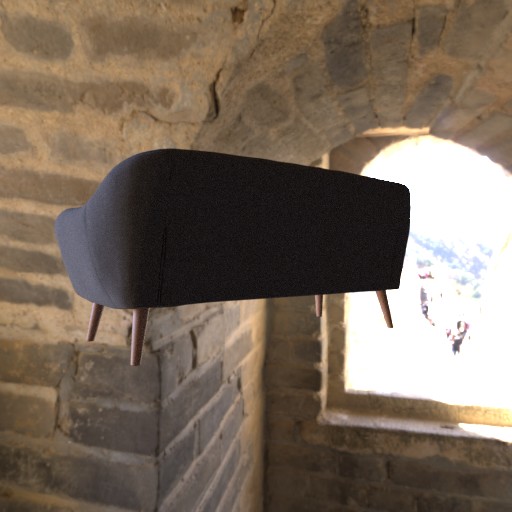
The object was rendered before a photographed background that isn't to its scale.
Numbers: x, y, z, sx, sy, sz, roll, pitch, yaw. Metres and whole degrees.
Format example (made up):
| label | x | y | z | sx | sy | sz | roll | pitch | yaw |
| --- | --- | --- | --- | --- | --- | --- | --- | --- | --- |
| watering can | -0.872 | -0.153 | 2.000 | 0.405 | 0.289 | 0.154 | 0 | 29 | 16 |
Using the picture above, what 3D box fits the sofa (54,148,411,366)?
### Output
| label | x | y | z | sx | sy | sz | roll | pitch | yaw |
| --- | --- | --- | --- | --- | --- | --- | --- | --- | --- |
| sofa | 0.000 | 0.000 | 2.313 | 1.840 | 0.820 | 0.820 | 0 | 0 | -35 |
